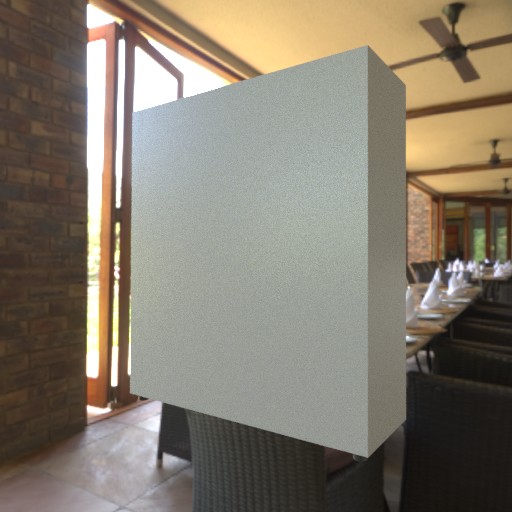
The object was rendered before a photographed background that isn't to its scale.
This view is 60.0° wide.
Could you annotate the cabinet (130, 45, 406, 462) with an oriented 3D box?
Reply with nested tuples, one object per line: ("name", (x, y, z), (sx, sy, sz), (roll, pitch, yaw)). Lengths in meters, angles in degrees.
("cabinet", (0.000, 0.000, 1.634), (0.990, 1.150, 0.348), (0, 0, 35))
